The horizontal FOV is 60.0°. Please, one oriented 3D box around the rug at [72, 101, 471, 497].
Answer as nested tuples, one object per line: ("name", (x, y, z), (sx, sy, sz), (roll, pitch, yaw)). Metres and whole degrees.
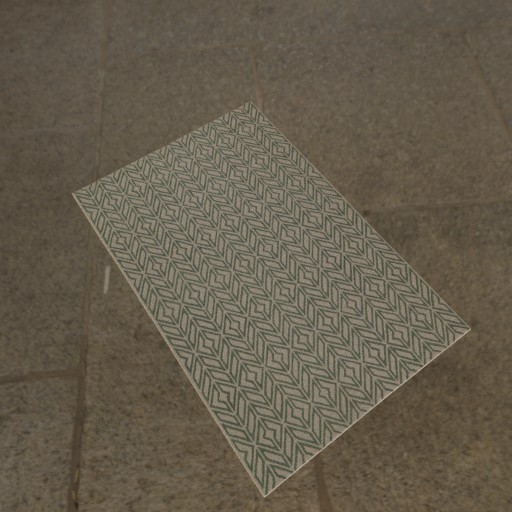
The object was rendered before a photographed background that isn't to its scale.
("rug", (0.000, 0.000, 2.293), (1.220, 0.007, 1.828), (-32, 67, -15))
